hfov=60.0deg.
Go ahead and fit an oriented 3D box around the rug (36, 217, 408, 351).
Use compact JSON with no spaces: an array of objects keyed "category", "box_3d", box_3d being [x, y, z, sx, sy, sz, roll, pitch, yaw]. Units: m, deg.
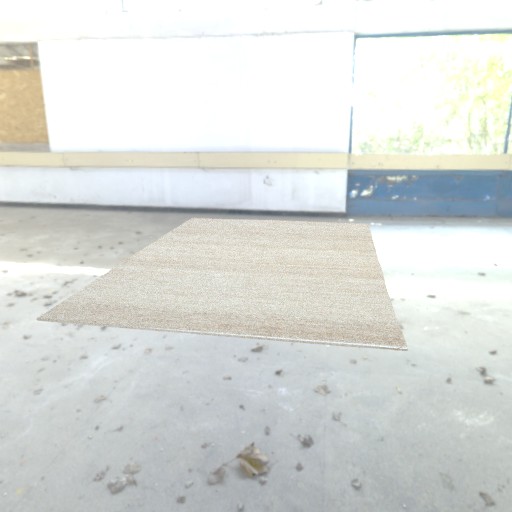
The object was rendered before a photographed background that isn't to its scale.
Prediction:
[{"category":"rug","box_3d":[0.000,0.000,2.910,1.596,0.030,2.283,3,17,10]}]
